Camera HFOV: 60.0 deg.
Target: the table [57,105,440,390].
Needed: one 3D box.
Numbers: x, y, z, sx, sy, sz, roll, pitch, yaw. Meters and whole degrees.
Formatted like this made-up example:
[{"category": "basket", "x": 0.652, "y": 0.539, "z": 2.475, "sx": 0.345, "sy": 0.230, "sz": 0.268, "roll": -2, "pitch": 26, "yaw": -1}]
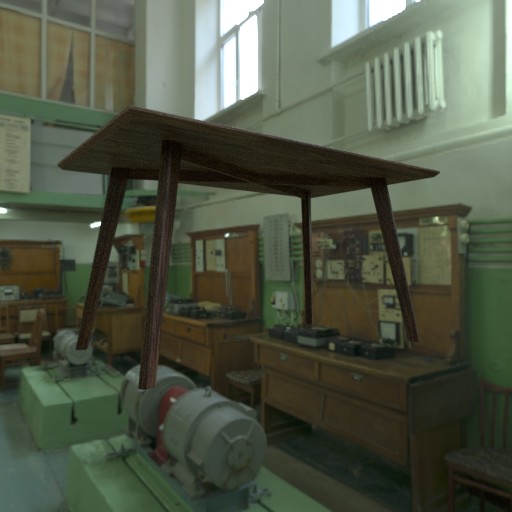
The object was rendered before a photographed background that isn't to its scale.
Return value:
[{"category": "table", "x": 0.000, "y": 0.000, "z": 1.806, "sx": 1.349, "sy": 0.724, "sz": 0.801, "roll": 1, "pitch": -1, "yaw": -36}]
